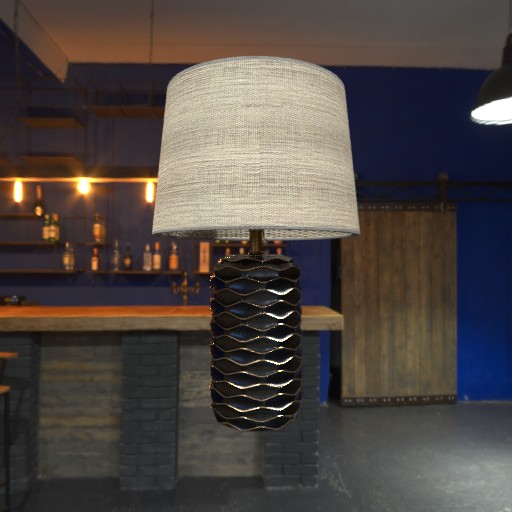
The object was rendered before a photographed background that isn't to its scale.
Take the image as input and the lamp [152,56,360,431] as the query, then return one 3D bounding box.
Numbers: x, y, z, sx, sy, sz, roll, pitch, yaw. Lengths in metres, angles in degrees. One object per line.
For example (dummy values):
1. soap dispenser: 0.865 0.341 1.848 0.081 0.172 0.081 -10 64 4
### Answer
1. lamp: 0.000 0.000 0.821 0.376 0.594 0.376 0 -1 0
